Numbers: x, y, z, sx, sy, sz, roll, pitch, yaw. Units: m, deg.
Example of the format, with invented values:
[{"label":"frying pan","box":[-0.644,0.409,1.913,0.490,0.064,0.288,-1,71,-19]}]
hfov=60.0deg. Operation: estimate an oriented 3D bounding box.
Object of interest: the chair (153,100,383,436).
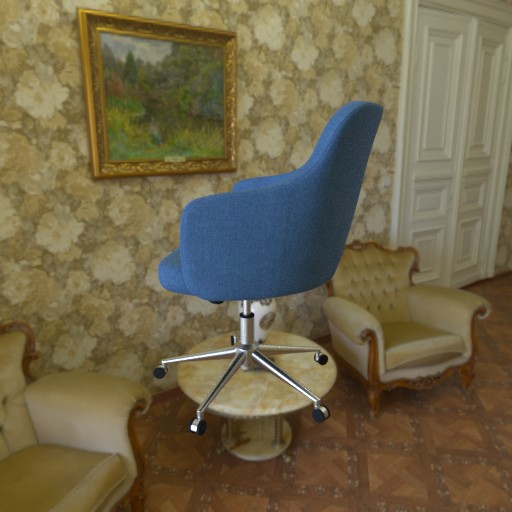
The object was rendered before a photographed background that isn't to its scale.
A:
[{"label":"chair","box":[0.000,0.000,1.281,0.655,0.820,0.599,2,14,8]}]
